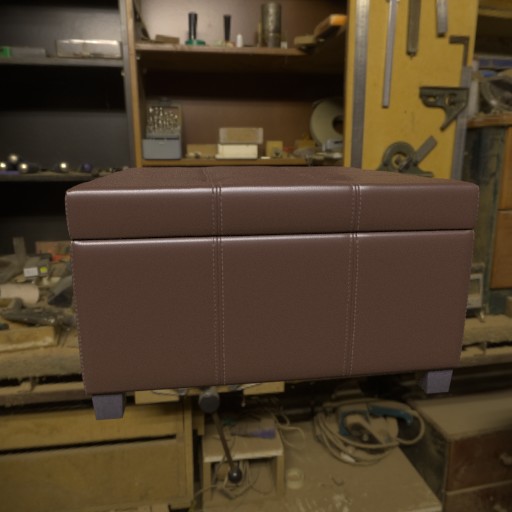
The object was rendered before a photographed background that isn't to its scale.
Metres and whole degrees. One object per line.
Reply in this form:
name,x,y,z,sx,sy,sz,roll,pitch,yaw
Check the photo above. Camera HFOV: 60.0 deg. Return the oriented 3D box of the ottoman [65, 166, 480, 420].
ottoman,0.000,0.000,1.224,0.787,0.460,0.788,-2,14,-8
